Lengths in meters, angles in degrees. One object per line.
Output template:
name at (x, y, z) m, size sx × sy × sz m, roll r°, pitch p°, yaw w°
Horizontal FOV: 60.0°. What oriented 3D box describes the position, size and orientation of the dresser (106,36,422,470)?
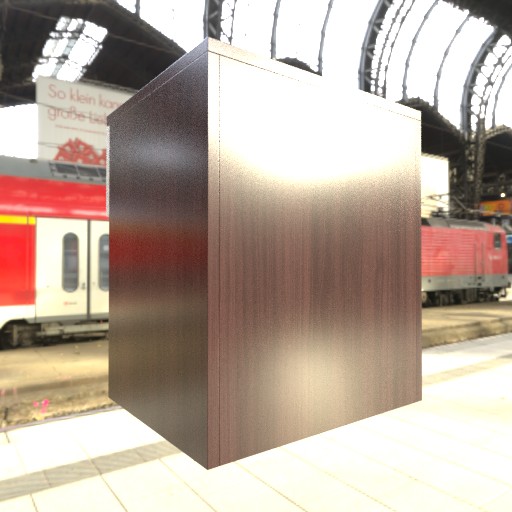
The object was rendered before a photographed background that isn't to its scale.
dresser at (0.000, 0.000, 0.742) m, size 0.400 × 0.470 × 0.360 m, roll 1°, pitch -1°, yaw -37°
